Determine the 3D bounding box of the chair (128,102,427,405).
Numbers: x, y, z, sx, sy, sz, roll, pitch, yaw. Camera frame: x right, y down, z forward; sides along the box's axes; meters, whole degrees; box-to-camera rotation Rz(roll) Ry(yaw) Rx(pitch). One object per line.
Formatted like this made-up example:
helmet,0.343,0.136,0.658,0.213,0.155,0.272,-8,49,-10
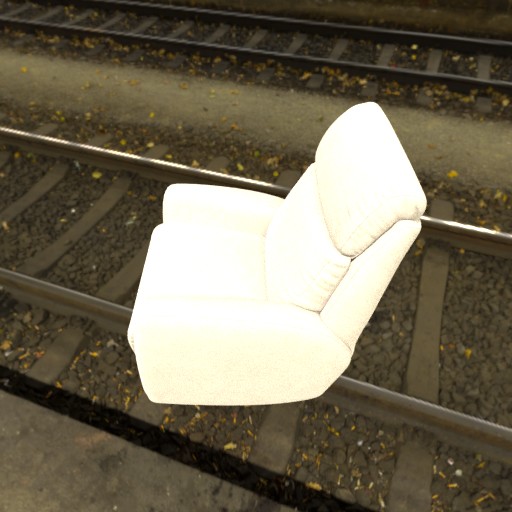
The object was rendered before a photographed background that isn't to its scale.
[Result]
chair,0.000,0.000,1.712,0.941,1.015,0.812,0,43,0
